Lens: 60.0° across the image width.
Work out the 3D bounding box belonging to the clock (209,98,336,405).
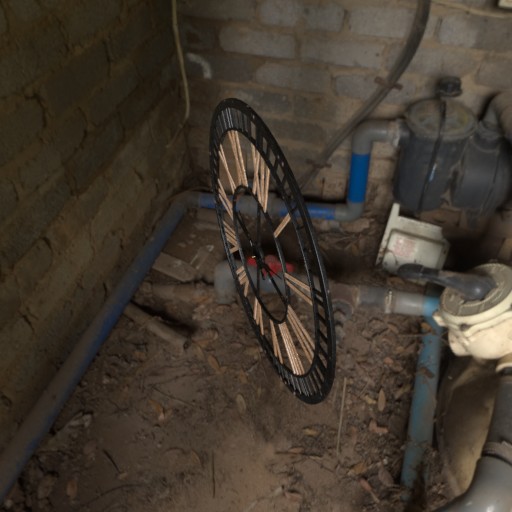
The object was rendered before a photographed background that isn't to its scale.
[{"bbox_3d":[0.000,0.000,1.240,0.025,0.843,0.843,-17,49,-15],"label":"clock"}]
